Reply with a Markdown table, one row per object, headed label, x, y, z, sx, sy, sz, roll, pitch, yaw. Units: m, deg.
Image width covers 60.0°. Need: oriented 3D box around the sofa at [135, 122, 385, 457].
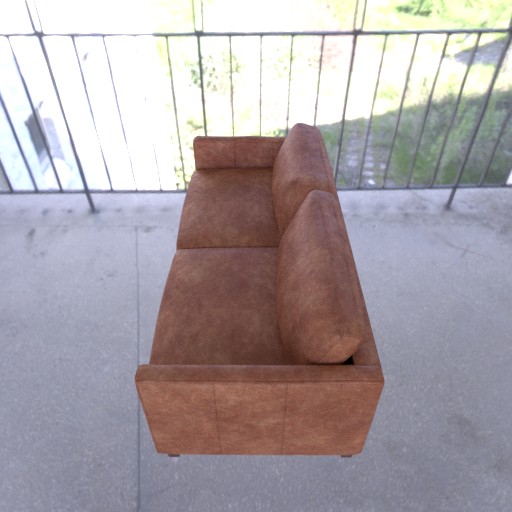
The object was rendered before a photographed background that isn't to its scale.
| label | x | y | z | sx | sy | sz | roll | pitch | yaw |
| --- | --- | --- | --- | --- | --- | --- | --- | --- | --- |
| sofa | 0.000 | 0.000 | 2.444 | 0.923 | 0.863 | 1.971 | 0 | 40 | 0 |
